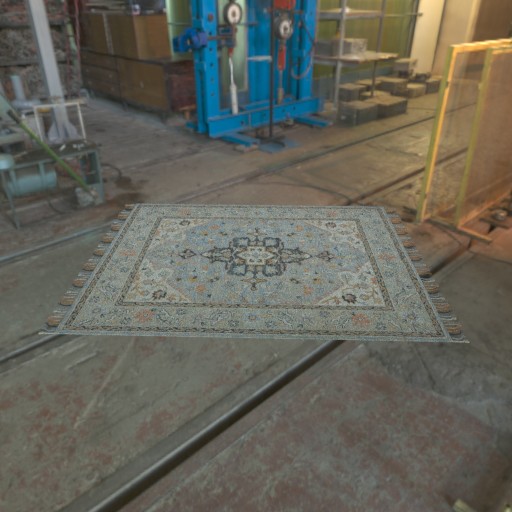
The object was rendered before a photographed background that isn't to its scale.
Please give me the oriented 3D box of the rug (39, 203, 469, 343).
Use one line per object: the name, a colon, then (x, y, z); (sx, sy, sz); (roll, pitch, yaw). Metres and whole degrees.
rug: (0.000, 0.000, 4.292); (3.221, 0.011, 2.379); (1, 31, 1)
